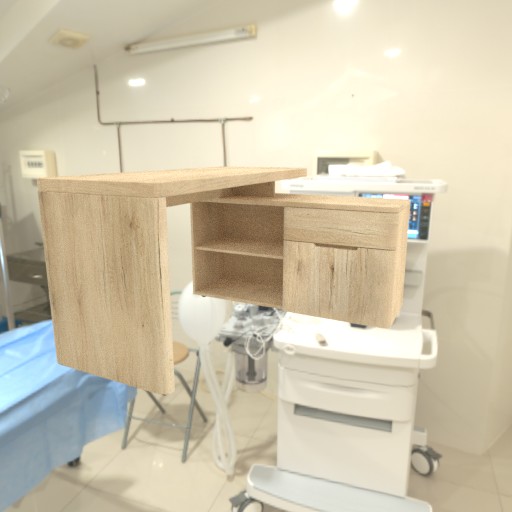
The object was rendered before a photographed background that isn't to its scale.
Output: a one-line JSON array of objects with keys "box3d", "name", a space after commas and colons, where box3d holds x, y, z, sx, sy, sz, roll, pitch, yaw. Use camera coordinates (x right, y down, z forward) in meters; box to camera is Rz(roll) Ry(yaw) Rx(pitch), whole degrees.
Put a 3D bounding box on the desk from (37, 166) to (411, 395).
[{"box3d": [0.000, 0.000, 2.095, 1.175, 0.770, 1.400, 7, 15, 26], "name": "desk"}]
